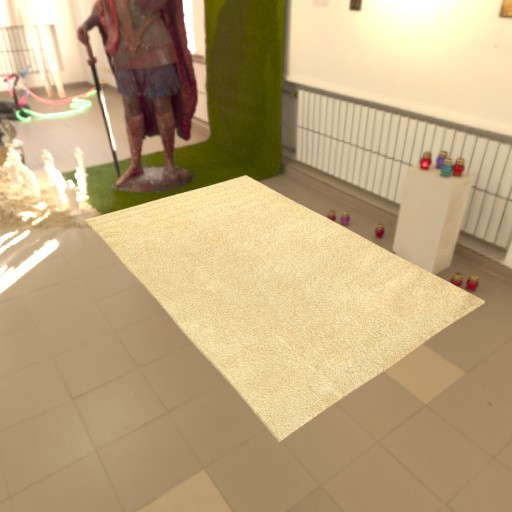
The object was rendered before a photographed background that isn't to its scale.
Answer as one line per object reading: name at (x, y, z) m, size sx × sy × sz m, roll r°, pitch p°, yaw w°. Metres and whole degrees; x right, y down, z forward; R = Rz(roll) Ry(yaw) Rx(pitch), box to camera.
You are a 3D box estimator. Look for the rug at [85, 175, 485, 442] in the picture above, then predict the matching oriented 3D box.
rug at (0.000, 0.000, 2.944) m, size 1.500 × 0.025 × 2.346 m, roll -21°, pitch 38°, yaw -30°
